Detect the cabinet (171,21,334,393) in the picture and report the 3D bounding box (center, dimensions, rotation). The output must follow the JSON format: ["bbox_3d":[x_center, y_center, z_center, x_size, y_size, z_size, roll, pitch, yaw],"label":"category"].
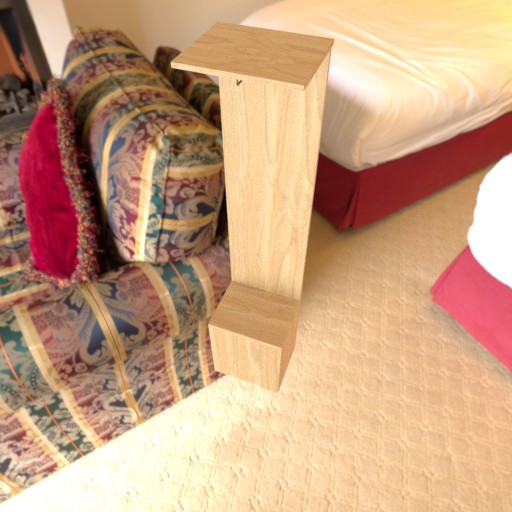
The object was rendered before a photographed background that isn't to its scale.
[{"bbox_3d":[0.000,0.000,2.057,0.411,1.879,0.338,16,49,14],"label":"cabinet"}]
